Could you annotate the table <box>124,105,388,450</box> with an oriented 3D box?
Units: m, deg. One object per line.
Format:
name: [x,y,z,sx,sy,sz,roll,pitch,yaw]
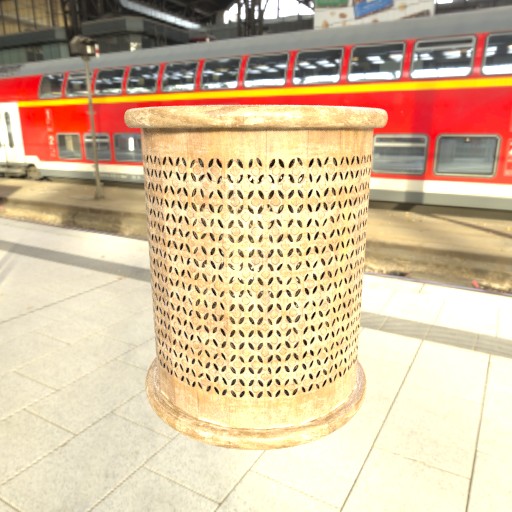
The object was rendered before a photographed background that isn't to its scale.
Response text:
table: [0.000,0.000,0.775,0.407,0.482,0.407,0,16,0]
